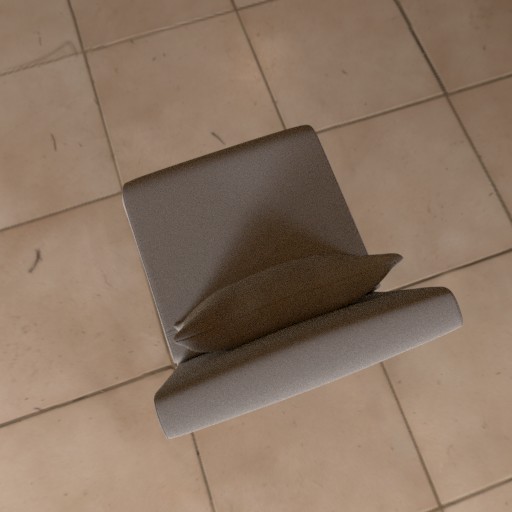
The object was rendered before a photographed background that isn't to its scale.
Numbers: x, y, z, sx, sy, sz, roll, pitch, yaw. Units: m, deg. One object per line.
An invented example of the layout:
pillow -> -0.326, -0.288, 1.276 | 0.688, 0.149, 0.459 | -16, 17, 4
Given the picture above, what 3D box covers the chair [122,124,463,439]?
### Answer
chair -> 0.000, 0.000, 1.513 | 0.770, 0.808, 0.902 | -19, 75, -5
